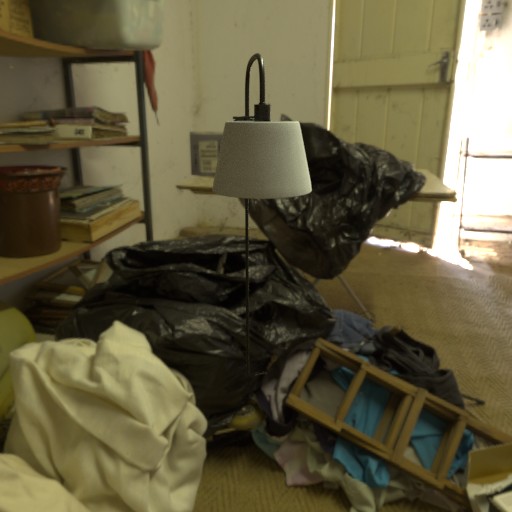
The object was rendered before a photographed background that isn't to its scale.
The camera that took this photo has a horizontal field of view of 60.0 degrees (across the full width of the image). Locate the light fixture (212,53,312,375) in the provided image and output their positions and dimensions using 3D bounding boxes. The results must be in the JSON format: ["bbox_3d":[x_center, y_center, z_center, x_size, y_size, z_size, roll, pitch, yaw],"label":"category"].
[{"bbox_3d":[0.000,0.000,0.476,0.092,0.399,0.176,-2,18,-7],"label":"light fixture"}]
